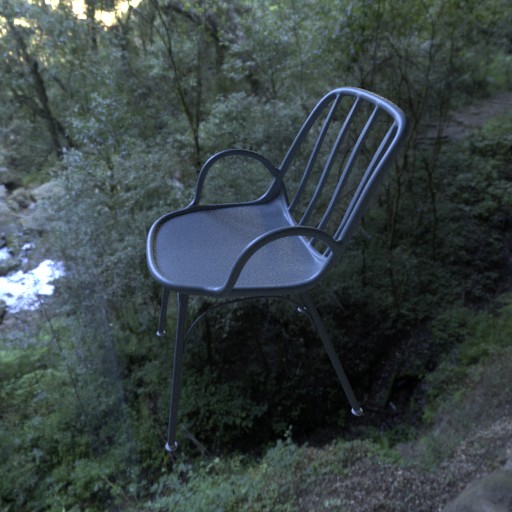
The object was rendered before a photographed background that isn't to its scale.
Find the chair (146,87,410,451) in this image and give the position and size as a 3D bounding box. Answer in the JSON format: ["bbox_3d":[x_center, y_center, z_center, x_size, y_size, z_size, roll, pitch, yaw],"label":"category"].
[{"bbox_3d":[0.000,0.000,1.201,0.597,0.816,0.549,-7,32,-12],"label":"chair"}]
